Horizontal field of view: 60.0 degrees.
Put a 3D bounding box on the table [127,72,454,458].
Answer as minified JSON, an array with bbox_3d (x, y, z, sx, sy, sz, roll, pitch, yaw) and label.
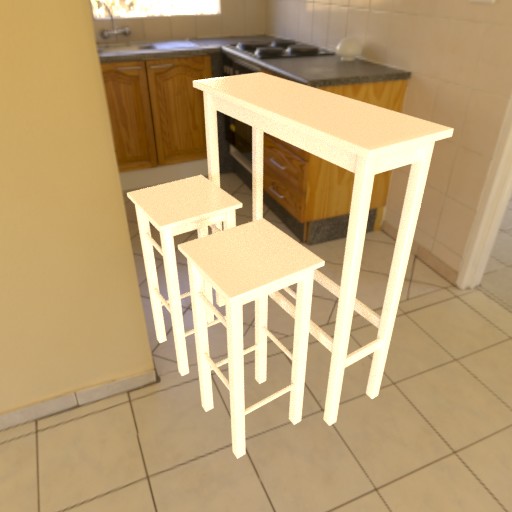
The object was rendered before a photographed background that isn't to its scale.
[{"bbox_3d":[0.000,0.000,1.630,0.650,1.065,0.915,-20,38,-27],"label":"table"}]
